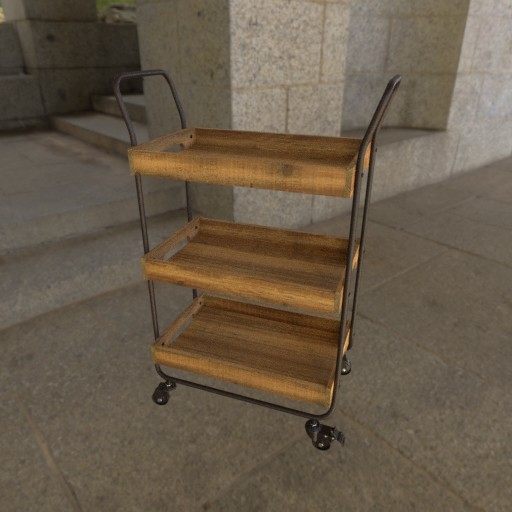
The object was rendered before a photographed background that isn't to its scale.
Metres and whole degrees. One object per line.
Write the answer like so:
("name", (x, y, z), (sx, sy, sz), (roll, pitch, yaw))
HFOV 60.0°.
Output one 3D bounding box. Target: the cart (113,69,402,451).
("cart", (0.000, 0.000, 1.125), (0.583, 0.857, 0.339), (9, 27, 18))
